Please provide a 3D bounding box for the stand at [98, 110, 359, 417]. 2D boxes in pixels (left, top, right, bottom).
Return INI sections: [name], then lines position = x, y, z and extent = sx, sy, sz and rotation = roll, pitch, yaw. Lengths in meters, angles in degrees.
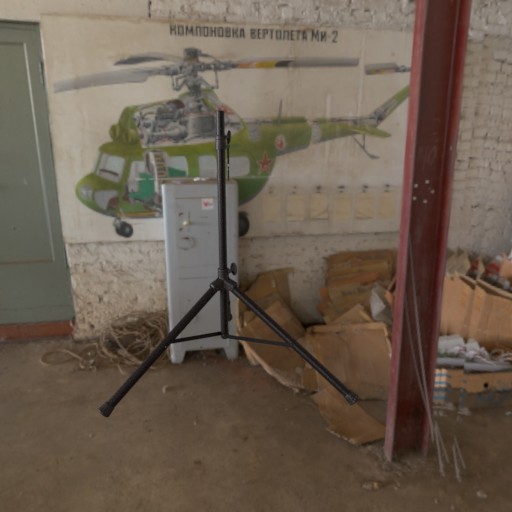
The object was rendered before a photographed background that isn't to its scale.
[stand]
position = 0.000, 0.000, 1.813
extent = 0.907, 1.136, 1.045
rotation = 8, 17, 25
